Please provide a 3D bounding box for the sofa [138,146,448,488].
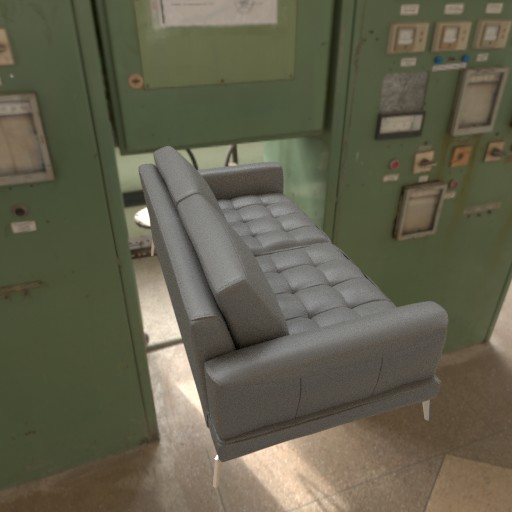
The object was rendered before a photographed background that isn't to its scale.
[{"bbox_3d":[0.000,0.000,2.662,1.121,0.930,2.177,-10,33,-16],"label":"sofa"}]
